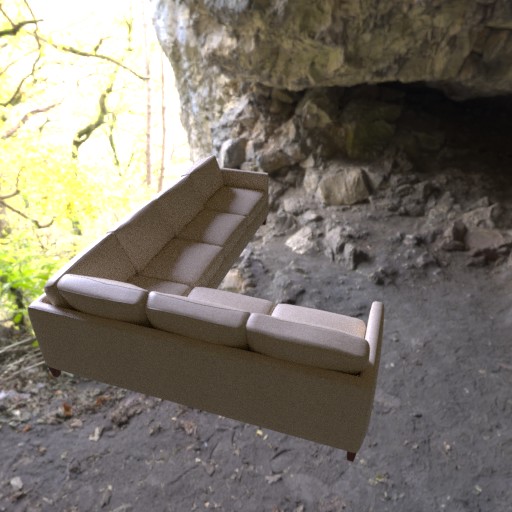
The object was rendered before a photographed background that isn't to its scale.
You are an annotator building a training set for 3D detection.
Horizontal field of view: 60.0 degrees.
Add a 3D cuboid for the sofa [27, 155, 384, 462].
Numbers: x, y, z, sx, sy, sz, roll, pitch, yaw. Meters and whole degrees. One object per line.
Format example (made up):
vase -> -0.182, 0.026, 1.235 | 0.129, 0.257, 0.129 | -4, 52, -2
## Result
sofa -> 0.000, 0.000, 4.410 | 2.593, 0.947, 3.302 | 10, 33, 16
